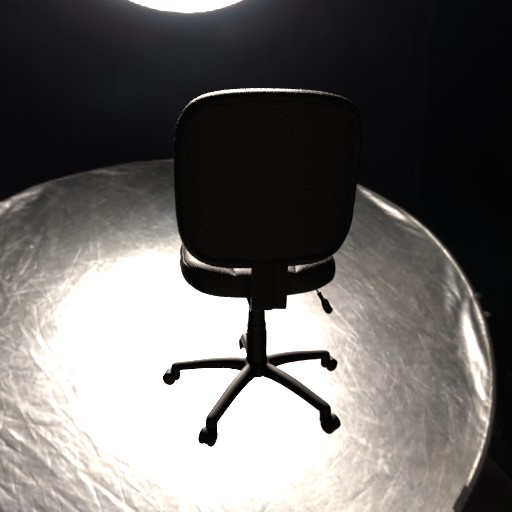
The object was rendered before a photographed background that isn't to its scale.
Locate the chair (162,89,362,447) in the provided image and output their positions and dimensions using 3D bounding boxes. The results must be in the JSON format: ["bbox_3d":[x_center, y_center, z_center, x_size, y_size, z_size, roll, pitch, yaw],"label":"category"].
[{"bbox_3d":[0.000,0.000,1.422,0.647,0.959,0.646,-3,16,-9],"label":"chair"}]
